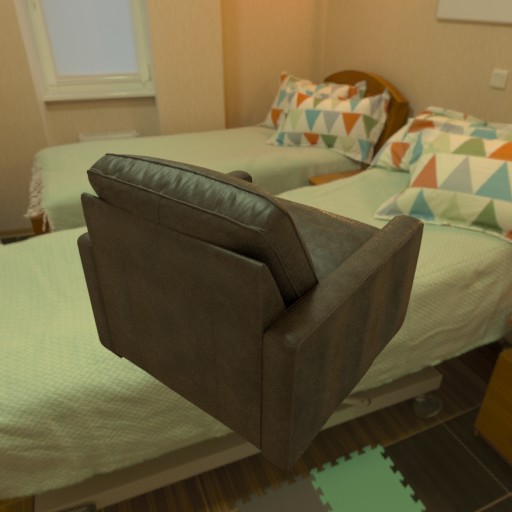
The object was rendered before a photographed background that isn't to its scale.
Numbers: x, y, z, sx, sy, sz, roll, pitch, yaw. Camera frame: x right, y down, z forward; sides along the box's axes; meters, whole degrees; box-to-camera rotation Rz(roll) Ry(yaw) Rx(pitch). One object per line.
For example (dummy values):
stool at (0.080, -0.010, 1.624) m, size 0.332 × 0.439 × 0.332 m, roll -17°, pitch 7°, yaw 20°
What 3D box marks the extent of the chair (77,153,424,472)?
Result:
chair at (0.000, 0.000, 1.754) m, size 1.006 × 0.916 × 0.939 m, roll 21°, pitch 37°, yaw 32°
